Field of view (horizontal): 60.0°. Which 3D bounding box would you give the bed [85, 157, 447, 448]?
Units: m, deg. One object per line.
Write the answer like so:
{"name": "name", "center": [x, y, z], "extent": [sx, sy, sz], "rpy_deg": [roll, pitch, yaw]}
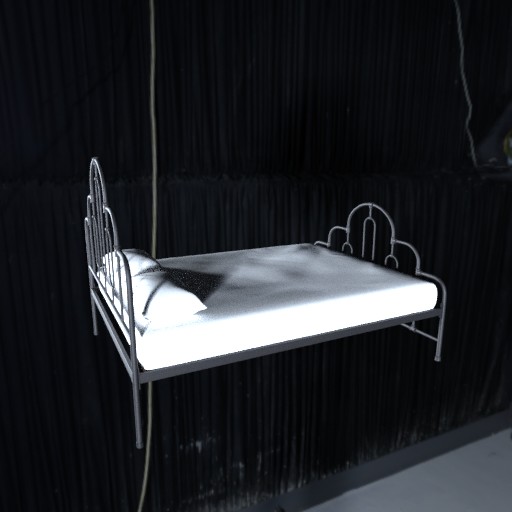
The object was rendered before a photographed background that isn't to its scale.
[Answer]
{"name": "bed", "center": [0.000, 0.000, 3.250], "extent": [2.163, 1.429, 1.640], "rpy_deg": [-7, 15, -26]}
